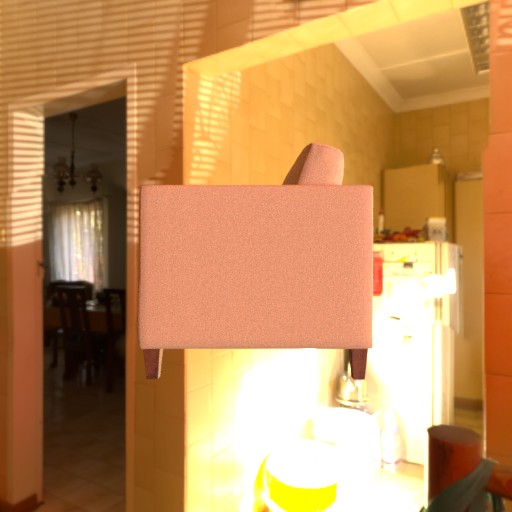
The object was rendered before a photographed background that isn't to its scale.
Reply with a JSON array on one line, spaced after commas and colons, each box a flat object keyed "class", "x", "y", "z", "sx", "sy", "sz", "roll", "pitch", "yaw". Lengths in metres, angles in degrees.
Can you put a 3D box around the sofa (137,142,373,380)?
[{"class": "sofa", "x": 0.000, "y": 0.000, "z": 2.880, "sx": 0.951, "sy": 0.968, "sz": 2.361, "roll": 0, "pitch": 0, "yaw": 0}]
